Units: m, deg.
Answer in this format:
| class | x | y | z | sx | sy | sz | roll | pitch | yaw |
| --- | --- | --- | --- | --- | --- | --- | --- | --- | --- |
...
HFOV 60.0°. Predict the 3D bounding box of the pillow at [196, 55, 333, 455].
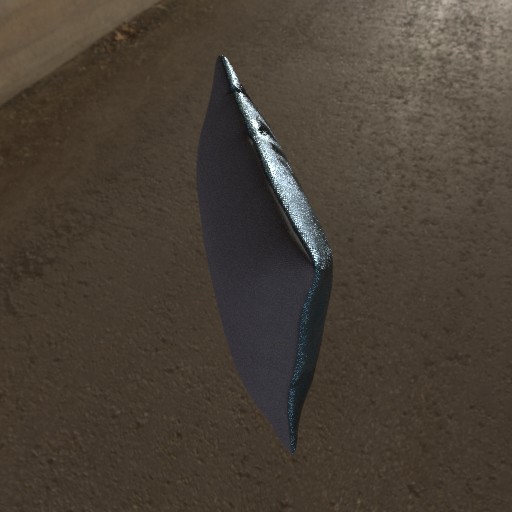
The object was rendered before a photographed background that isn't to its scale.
| class | x | y | z | sx | sy | sz | roll | pitch | yaw |
| --- | --- | --- | --- | --- | --- | --- | --- | --- | --- |
| pillow | 0.000 | 0.000 | 0.656 | 0.138 | 0.430 | 0.436 | -10 | 48 | -9 |
